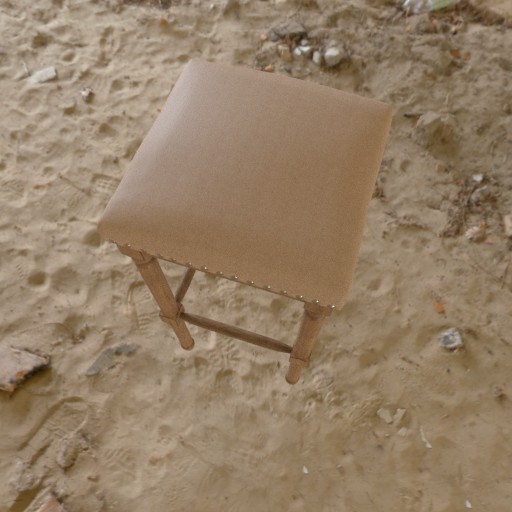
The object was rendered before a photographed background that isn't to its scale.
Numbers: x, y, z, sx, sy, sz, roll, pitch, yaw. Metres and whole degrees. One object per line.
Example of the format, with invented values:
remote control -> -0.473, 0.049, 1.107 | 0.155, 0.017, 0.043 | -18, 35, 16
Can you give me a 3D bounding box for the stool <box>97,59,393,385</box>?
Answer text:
stool -> 0.000, 0.000, 1.005 | 0.383, 0.768, 0.382 | 16, 65, 8
